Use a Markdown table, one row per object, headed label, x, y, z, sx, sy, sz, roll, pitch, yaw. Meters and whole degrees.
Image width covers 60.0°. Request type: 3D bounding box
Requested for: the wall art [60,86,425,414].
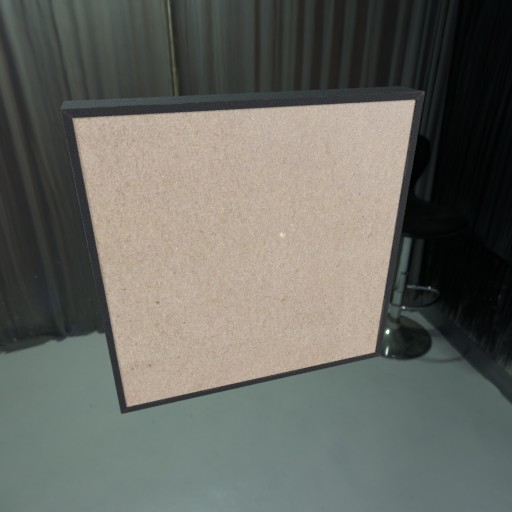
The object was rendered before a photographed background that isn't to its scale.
| label | x | y | z | sx | sy | sz | roll | pitch | yaw |
| --- | --- | --- | --- | --- | --- | --- | --- | --- | --- |
| wall art | 0.000 | 0.000 | 0.444 | 0.305 | 0.305 | 0.038 | -8 | 29 | -15 |
